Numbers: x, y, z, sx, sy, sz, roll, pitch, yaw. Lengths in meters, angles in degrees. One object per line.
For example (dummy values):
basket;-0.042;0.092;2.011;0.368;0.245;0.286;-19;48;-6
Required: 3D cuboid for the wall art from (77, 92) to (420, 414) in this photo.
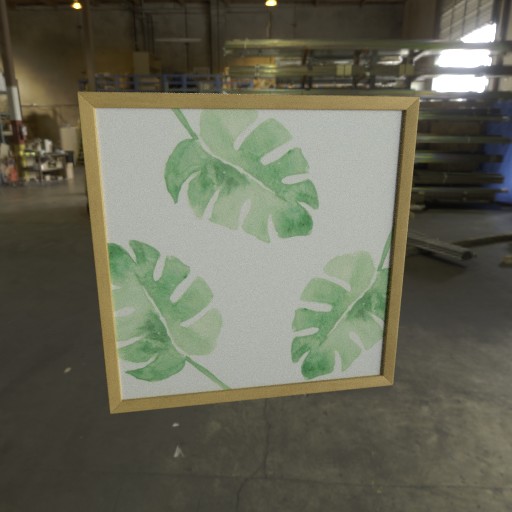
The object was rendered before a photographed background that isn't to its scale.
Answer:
wall art;0.000;0.000;0.448;0.305;0.305;0.038;-3;16;-10
